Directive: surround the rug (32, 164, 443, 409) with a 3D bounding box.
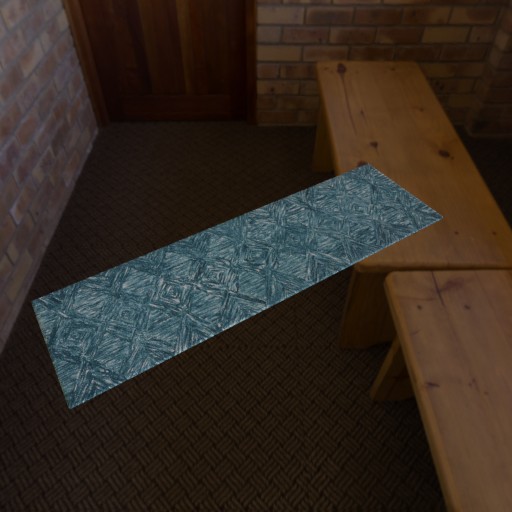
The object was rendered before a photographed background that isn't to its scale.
[{"bbox_3d":[0.000,0.000,2.488,2.286,0.016,0.676,-24,51,-22],"label":"rug"}]
